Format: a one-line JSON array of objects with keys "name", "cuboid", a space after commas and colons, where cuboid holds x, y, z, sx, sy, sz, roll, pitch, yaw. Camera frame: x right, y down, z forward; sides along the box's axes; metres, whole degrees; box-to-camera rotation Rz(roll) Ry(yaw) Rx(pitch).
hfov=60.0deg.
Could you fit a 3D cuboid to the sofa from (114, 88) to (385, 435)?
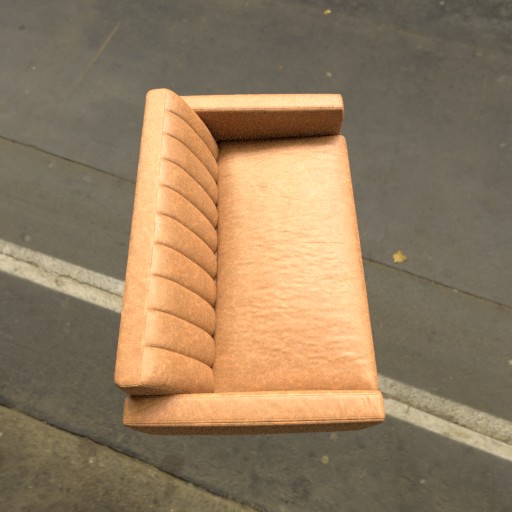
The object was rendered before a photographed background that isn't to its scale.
[{"name": "sofa", "cuboid": [0.000, 0.000, 2.075, 0.960, 0.820, 1.549, -1, 65, 0]}]
